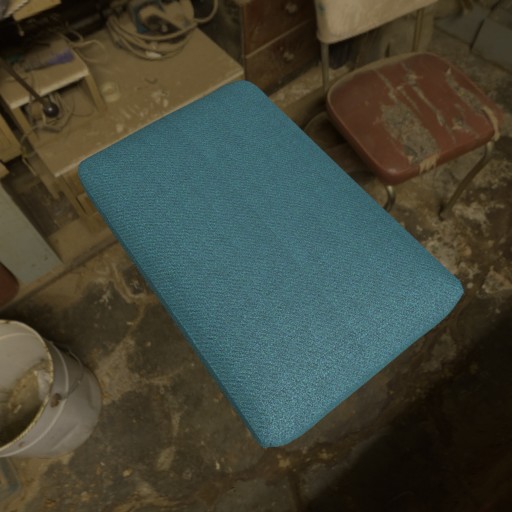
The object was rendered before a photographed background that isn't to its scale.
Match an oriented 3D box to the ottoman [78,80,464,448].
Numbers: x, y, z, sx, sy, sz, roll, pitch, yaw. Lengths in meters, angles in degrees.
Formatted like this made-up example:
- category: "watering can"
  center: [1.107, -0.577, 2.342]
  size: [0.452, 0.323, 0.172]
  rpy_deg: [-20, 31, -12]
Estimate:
- category: "ottoman"
  center: [0.000, 0.000, 1.202]
  size: [0.563, 0.498, 0.856]
  rpy_deg: [-33, 67, -16]
